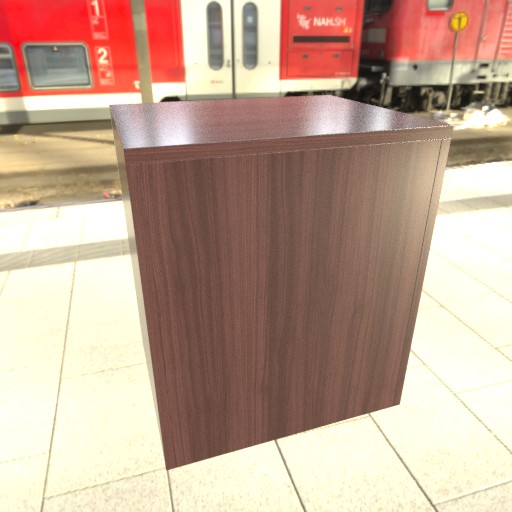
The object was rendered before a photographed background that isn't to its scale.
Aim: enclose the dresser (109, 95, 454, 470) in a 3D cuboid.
[{"bbox_3d":[0.000,0.000,0.753,0.400,0.470,0.360,-9,28,-17],"label":"dresser"}]
